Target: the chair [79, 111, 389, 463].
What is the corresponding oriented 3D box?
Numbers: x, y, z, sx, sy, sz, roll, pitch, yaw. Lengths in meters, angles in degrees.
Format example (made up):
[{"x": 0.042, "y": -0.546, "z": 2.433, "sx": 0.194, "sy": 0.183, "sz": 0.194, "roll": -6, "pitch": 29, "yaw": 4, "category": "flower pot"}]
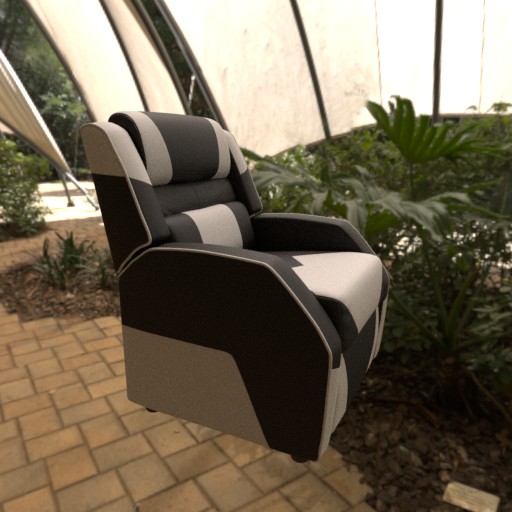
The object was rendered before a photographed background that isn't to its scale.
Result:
[{"x": 0.000, "y": 0.000, "z": 1.285, "sx": 0.672, "sy": 0.805, "sz": 0.620, "roll": 7, "pitch": 16, "yaw": 26, "category": "chair"}]
